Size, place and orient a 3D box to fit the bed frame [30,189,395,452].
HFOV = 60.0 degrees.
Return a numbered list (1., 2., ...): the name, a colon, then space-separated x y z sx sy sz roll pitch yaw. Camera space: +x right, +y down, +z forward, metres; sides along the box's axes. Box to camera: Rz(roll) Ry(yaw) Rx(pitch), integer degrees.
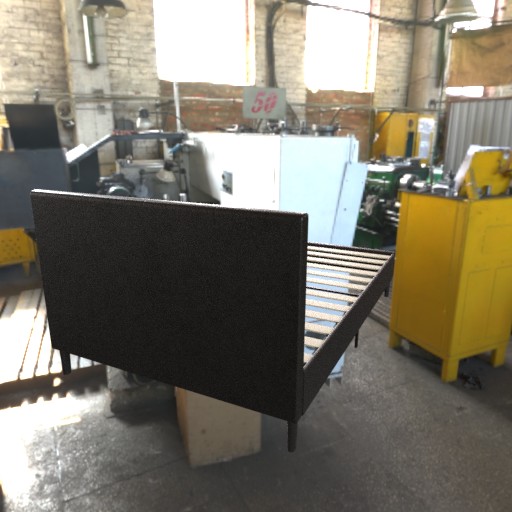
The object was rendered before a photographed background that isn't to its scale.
1. bed frame: 0.000 0.000 2.974 1.469 1.046 2.152 8 18 26
